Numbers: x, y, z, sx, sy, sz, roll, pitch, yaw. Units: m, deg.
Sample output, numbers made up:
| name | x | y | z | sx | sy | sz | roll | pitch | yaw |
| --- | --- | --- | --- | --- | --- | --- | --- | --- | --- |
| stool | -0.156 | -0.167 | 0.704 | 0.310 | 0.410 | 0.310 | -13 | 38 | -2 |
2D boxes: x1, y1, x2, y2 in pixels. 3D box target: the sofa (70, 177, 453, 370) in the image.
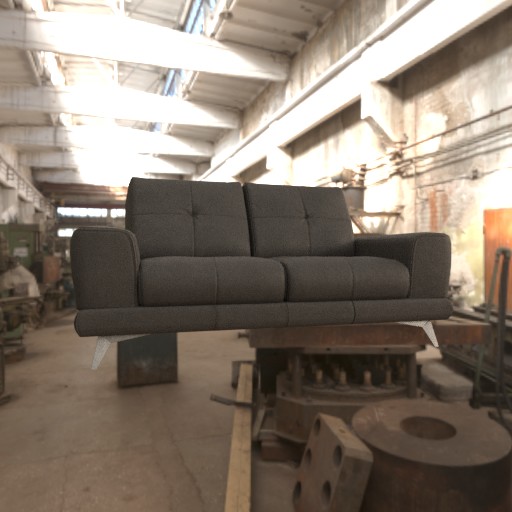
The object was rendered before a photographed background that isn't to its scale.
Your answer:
| name | x | y | z | sx | sy | sz | roll | pitch | yaw |
| --- | --- | --- | --- | --- | --- | --- | --- | --- | --- |
| sofa | 0.000 | 0.000 | 2.425 | 1.806 | 0.907 | 1.018 | 0 | 0 | -16 |
